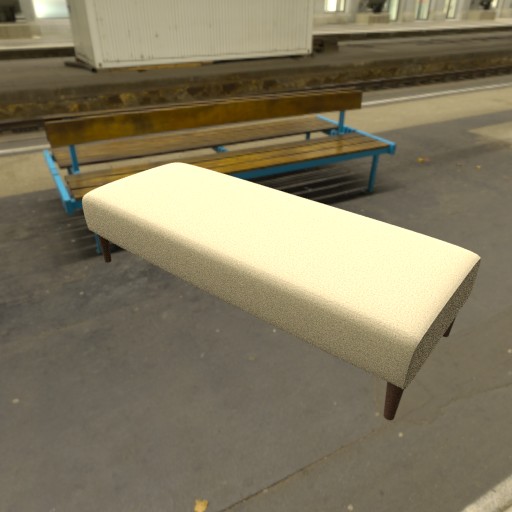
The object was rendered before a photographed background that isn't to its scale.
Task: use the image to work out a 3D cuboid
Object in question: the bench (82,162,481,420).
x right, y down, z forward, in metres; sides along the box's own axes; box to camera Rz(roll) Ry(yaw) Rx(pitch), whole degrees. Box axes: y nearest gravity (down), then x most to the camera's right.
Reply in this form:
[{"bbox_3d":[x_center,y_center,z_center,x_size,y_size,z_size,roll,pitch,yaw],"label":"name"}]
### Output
[{"bbox_3d":[0.000,0.000,1.898,1.609,0.393,0.646,23,37,33],"label":"bench"}]
